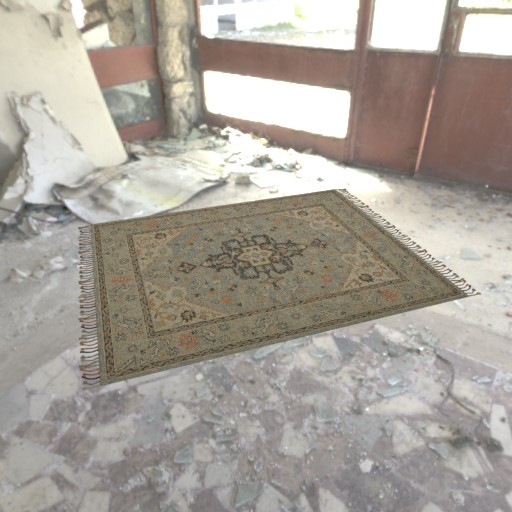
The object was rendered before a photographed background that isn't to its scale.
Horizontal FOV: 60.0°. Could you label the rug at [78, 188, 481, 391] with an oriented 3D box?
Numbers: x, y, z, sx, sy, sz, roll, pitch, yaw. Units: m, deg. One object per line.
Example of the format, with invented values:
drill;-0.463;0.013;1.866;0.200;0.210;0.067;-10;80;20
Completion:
rug;0.000;0.000;3.493;2.651;0.010;1.971;-10;33;-16
